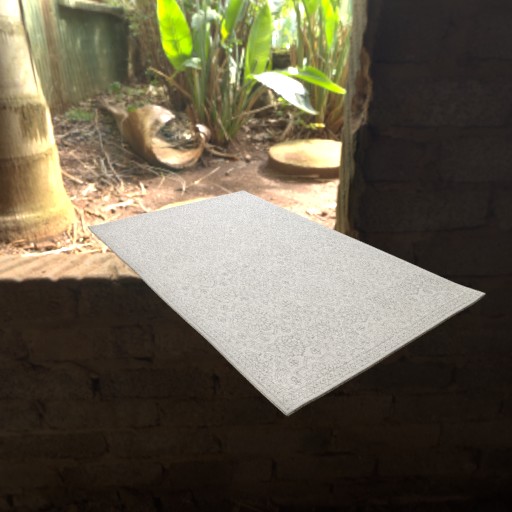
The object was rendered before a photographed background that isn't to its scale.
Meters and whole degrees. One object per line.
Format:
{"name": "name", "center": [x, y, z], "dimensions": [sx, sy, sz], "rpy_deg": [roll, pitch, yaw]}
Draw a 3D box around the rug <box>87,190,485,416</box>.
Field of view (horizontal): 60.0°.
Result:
{"name": "rug", "center": [0.000, 0.000, 2.426], "dimensions": [1.214, 0.023, 1.947], "rpy_deg": [-19, 32, -32]}
